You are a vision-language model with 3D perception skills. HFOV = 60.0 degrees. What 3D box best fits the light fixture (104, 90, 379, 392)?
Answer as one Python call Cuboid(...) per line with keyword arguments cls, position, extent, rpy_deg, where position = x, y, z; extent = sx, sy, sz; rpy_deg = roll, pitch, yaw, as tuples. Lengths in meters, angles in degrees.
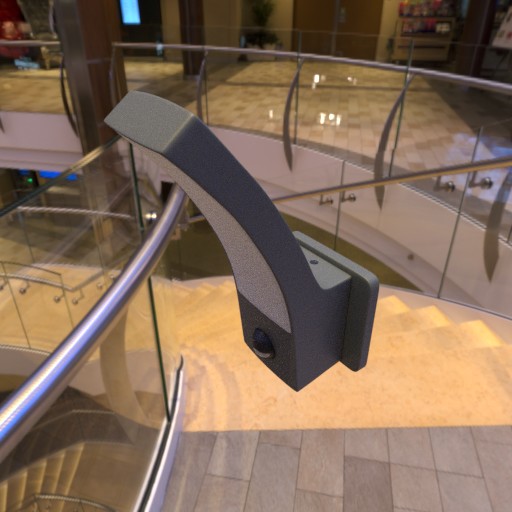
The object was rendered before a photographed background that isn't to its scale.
Cuboid(cls="light fixture", position=(0.000, 0.000, 0.334), extent=(0.174, 0.243, 0.108), rpy_deg=(-20, 35, -30))
